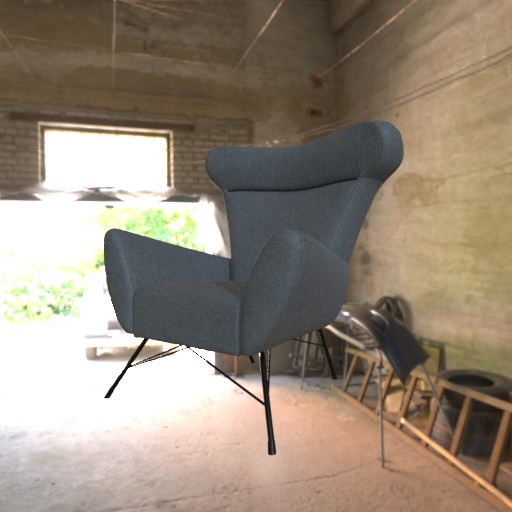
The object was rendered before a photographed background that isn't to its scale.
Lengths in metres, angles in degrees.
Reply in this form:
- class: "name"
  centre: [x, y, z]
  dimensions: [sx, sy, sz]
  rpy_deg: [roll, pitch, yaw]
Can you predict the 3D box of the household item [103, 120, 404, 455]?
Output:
- class: "household item"
  centre: [0.000, 0.000, 1.773]
  dimensions: [0.980, 1.050, 0.900]
  rpy_deg: [1, 2, 36]
